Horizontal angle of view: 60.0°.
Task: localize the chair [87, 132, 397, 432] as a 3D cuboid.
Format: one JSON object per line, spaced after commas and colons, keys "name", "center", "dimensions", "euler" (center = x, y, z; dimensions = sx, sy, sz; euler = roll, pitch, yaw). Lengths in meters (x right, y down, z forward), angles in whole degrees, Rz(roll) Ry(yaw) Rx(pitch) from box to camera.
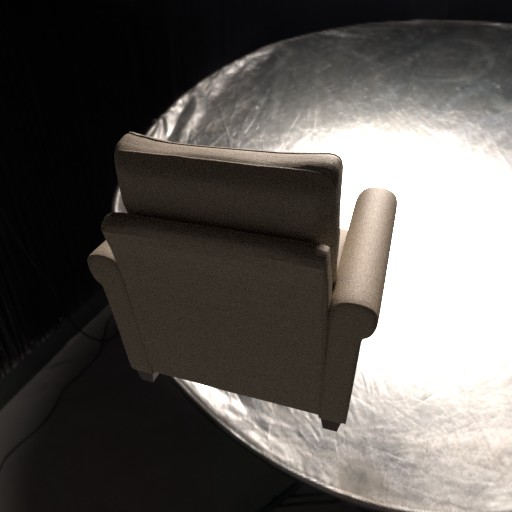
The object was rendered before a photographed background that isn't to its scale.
{"name": "chair", "center": [0.000, 0.000, 2.231], "dimensions": [1.275, 1.349, 1.180], "euler": [10, 33, 16]}
